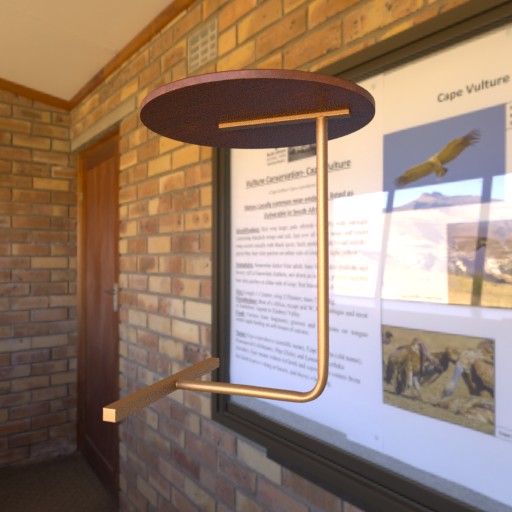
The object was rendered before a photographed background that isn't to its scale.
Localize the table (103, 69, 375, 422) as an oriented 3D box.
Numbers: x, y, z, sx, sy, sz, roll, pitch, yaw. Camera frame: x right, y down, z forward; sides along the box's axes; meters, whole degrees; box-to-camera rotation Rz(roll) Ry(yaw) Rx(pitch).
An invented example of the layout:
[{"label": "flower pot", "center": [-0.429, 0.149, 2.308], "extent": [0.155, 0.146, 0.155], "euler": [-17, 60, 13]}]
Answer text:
[{"label": "table", "center": [0.000, 0.000, 1.106], "extent": [0.577, 0.706, 0.530], "euler": [0, -1, 20]}]
